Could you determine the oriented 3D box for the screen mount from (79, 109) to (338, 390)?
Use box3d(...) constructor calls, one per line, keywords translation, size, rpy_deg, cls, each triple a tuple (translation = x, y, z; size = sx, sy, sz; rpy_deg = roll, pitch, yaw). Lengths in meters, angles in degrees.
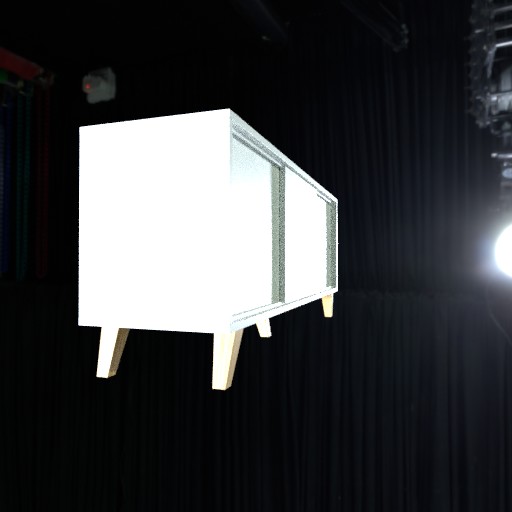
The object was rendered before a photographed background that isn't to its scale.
box3d(translation=(0.000, 0.000, 1.727), size=(0.400, 0.619, 1.490), rpy_deg=(0, -1, 19), cls="screen mount")
